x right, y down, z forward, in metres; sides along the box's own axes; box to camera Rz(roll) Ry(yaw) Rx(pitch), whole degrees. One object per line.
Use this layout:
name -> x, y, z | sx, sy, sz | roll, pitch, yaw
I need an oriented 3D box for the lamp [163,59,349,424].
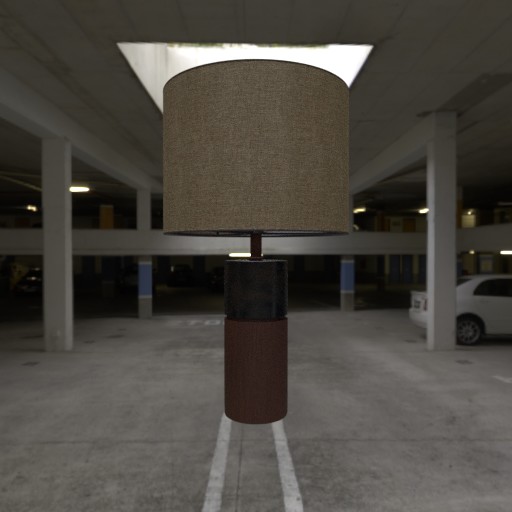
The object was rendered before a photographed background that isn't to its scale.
lamp -> 0.000, 0.000, 0.493 | 0.202, 0.350, 0.202 | 0, 1, 0
